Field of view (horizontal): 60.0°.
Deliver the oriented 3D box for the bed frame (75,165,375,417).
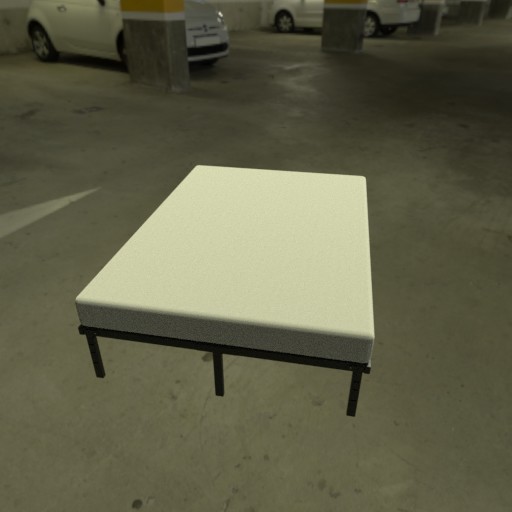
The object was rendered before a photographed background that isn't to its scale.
[{"bbox_3d":[0.000,0.000,3.936,2.205,0.680,2.842,10,32,16],"label":"bed frame"}]
